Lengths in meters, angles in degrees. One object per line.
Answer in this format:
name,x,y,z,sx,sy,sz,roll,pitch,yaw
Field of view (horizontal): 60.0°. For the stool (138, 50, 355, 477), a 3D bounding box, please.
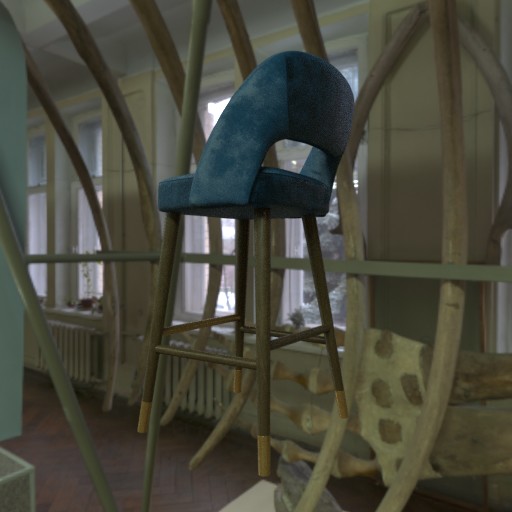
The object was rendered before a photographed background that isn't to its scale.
stool,0.000,0.000,1.314,0.515,1.016,0.514,0,1,36
